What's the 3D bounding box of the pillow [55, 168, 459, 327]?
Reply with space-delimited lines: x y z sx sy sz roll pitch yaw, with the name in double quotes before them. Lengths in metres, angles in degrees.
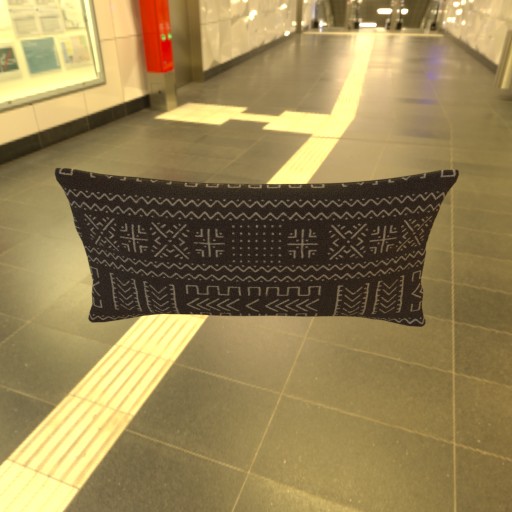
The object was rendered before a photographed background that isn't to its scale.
"pillow" 0.000 0.000 0.791 0.667 0.322 0.135 1 31 1
